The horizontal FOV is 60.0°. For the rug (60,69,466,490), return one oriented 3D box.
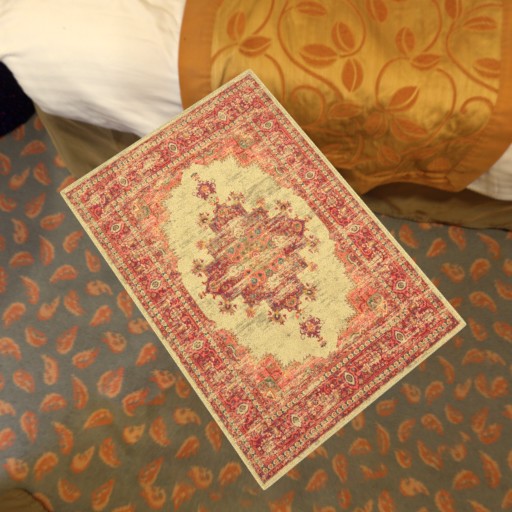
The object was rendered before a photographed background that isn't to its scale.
[{"bbox_3d":[0.000,0.000,3.617,2.005,0.014,2.878,-36,79,-8],"label":"rug"}]
